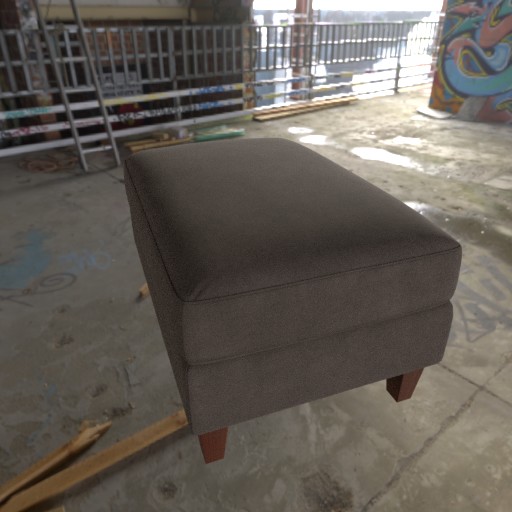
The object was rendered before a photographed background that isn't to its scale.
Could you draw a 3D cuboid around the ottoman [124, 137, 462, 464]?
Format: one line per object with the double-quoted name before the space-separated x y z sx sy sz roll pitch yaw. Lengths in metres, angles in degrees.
"ottoman" 0.000 0.000 1.188 0.584 0.483 0.864 -10 31 -18
